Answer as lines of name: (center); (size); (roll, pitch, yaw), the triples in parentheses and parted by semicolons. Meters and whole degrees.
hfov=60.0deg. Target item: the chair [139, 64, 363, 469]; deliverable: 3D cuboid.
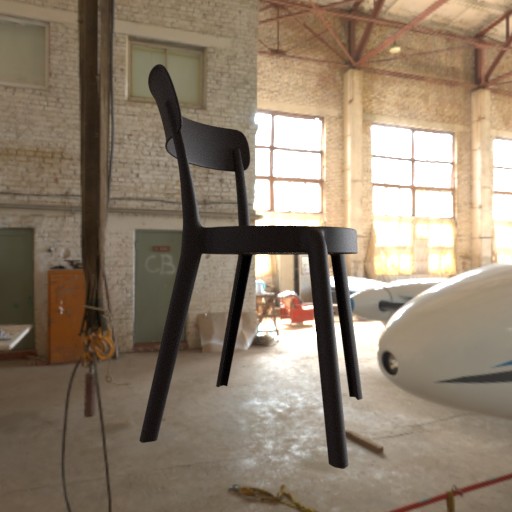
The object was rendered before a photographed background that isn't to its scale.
chair: (0.000, 0.000, 1.101); (0.491, 0.790, 0.506); (0, -1, 17)
